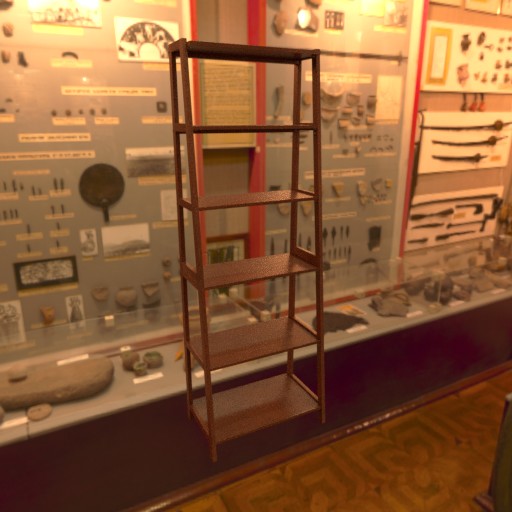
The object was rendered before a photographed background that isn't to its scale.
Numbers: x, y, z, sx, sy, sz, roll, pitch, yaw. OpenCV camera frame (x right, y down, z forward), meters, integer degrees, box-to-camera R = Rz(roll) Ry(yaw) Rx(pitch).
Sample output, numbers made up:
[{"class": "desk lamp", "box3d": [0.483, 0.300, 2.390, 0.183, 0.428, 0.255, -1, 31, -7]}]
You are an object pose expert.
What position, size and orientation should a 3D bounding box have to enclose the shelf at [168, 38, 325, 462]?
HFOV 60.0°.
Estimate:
[{"class": "shelf", "box3d": [0.000, 0.000, 2.167, 0.660, 1.892, 0.382, -8, 19, -25]}]
